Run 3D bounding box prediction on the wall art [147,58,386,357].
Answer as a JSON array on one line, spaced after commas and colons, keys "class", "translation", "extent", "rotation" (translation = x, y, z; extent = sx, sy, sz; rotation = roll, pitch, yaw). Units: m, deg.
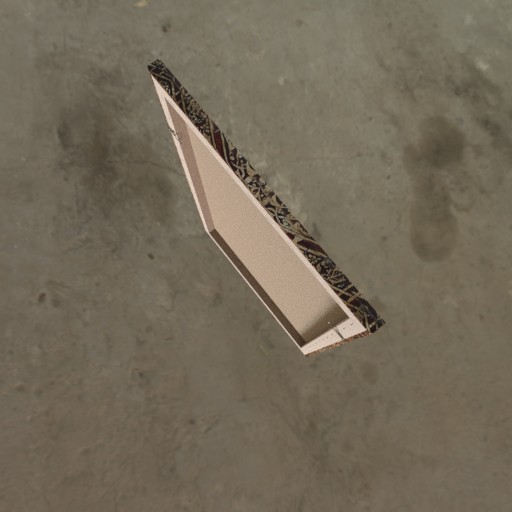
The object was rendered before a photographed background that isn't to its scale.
[{"class": "wall art", "translation": [0.000, 0.000, 1.166], "extent": [0.030, 0.904, 0.599], "rotation": [-37, 78, -9]}]
